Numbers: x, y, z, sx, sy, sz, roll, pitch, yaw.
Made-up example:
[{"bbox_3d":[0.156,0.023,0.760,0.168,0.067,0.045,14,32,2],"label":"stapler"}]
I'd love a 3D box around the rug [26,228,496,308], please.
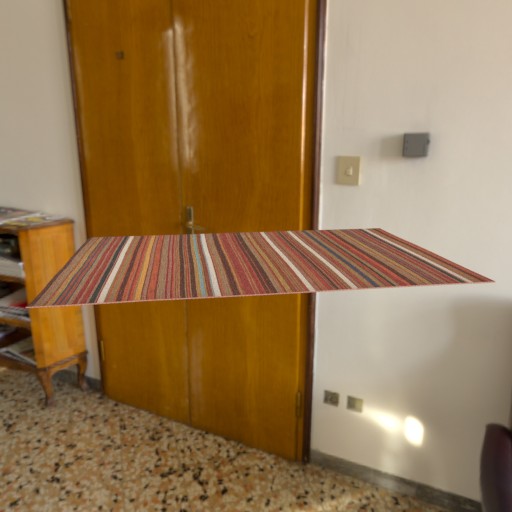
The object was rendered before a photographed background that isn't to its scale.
[{"bbox_3d":[0.000,0.000,2.978,2.438,0.008,1.523,-2,15,-9],"label":"rug"}]
